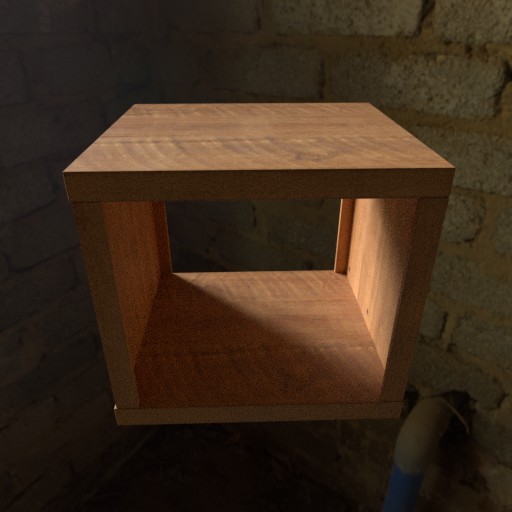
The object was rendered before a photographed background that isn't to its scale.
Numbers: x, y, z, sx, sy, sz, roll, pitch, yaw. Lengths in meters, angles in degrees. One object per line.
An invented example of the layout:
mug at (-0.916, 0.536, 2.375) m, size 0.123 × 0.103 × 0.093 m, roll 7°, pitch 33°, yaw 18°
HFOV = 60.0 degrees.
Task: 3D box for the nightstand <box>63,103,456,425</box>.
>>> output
nightstand at (0.000, 0.000, 0.860) m, size 0.493 × 0.491 × 0.436 m, roll -1°, pitch 29°, yaw -2°
